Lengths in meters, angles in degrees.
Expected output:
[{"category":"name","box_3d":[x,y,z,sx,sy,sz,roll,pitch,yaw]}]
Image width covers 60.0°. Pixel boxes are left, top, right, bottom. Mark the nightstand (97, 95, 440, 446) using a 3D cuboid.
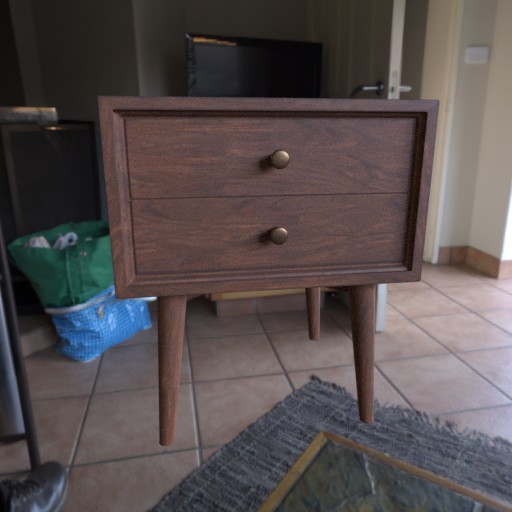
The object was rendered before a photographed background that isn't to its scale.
[{"category":"nightstand","box_3d":[0.000,0.000,0.942,0.521,0.607,0.445,-3,16,-9]}]
